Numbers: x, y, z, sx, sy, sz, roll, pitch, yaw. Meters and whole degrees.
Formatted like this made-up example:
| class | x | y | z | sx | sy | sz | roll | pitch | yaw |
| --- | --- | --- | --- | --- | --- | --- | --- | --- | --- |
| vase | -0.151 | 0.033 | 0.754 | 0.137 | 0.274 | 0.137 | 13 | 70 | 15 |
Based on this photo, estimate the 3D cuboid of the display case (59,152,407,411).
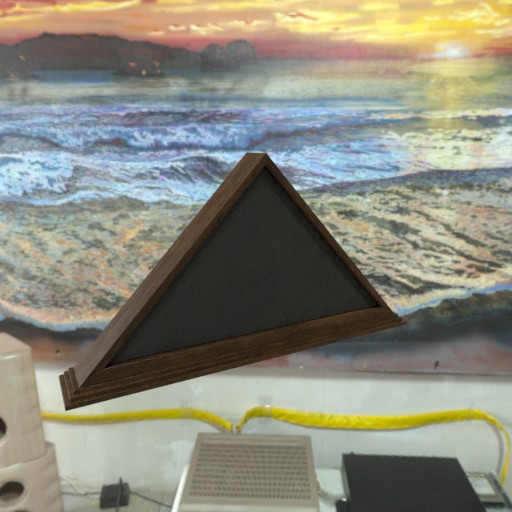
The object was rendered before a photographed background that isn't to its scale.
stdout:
| class | x | y | z | sx | sy | sz | roll | pitch | yaw |
| --- | --- | --- | --- | --- | --- | --- | --- | --- | --- |
| display case | 0.000 | 0.000 | 0.750 | 0.640 | 0.340 | 0.095 | -7 | 16 | -27 |
